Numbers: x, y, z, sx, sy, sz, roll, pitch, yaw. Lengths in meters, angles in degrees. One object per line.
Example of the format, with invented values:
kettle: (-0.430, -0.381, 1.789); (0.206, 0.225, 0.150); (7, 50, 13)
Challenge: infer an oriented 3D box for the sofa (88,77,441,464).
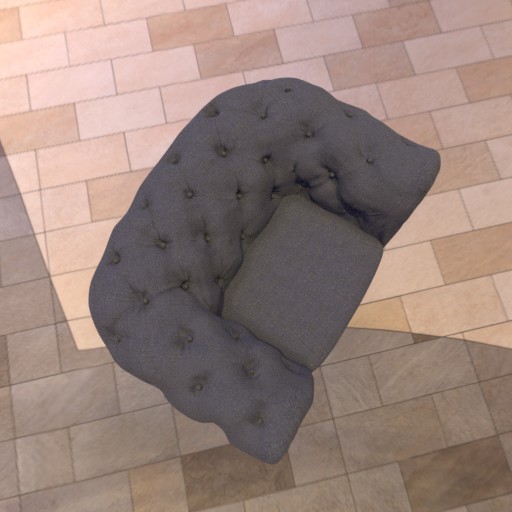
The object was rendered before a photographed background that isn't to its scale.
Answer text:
sofa: (0.000, 0.000, 2.046); (1.032, 0.878, 1.405); (30, 78, 7)
